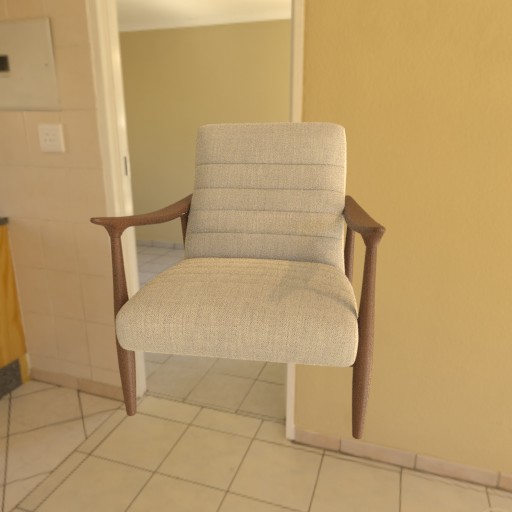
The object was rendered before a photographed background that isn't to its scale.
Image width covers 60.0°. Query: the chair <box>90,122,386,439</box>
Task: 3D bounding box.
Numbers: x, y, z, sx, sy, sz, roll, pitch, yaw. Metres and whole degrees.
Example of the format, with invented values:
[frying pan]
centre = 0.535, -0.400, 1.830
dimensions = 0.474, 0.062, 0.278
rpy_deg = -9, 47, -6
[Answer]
[chair]
centre = 0.000, 0.000, 1.431
dimensions = 0.741, 0.832, 0.798
rpy_deg = 2, 17, 8
